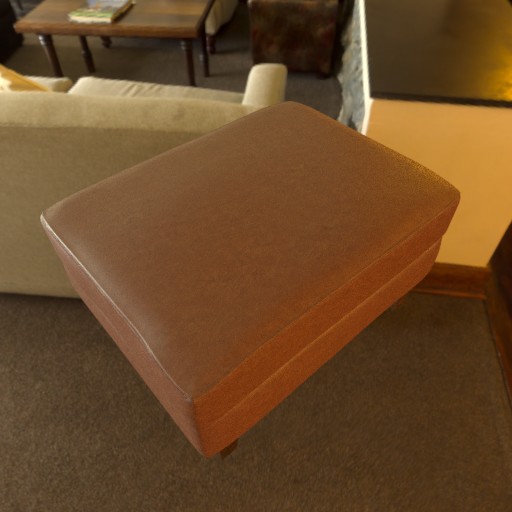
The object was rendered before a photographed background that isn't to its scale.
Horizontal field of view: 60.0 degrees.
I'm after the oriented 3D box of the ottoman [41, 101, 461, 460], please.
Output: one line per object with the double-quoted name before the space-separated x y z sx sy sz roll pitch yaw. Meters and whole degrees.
"ottoman" 0.000 0.000 1.208 0.851 0.485 0.650 -32 55 -27
